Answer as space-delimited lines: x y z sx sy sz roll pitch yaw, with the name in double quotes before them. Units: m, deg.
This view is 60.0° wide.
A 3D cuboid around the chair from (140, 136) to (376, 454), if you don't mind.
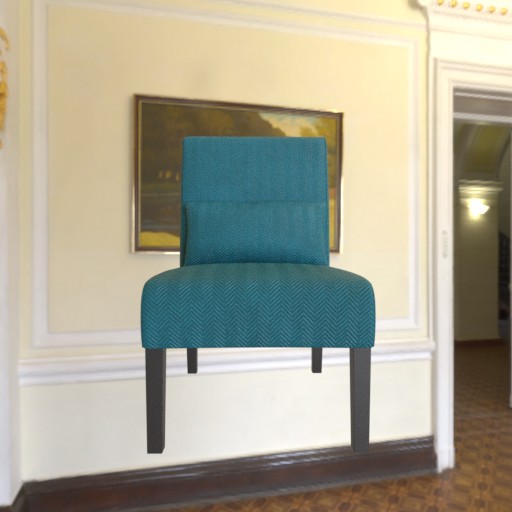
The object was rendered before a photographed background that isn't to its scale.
"chair" 0.000 0.000 1.425 0.579 0.927 0.808 0 0 -1
